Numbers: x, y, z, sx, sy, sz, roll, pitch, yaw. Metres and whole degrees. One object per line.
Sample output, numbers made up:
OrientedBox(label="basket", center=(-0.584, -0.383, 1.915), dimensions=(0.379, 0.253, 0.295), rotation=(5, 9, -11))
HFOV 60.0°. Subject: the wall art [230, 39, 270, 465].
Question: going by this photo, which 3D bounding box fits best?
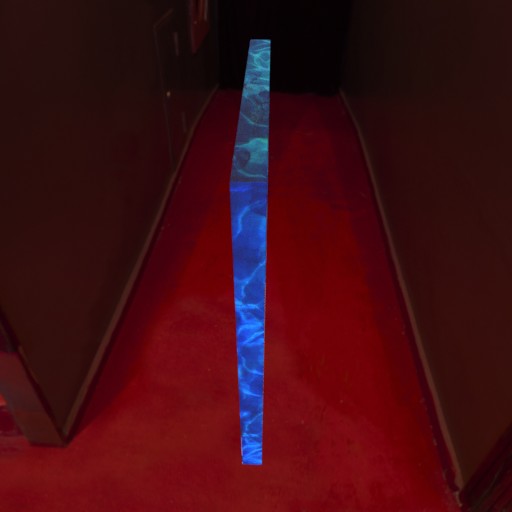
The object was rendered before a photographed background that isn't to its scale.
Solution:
OrientedBox(label="wall art", center=(0.000, 0.000, 0.848), dimensions=(0.038, 0.635, 0.508), rotation=(1, 41, 1))
